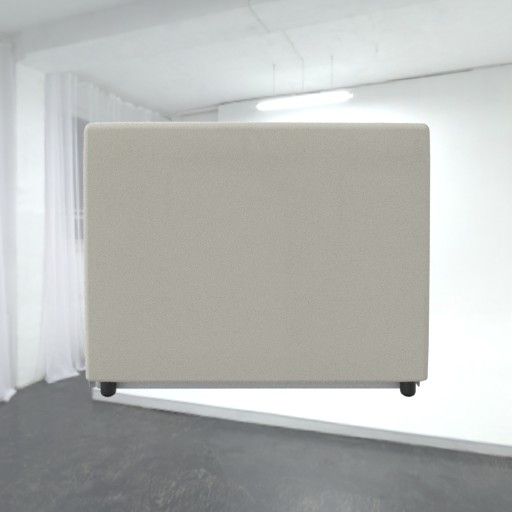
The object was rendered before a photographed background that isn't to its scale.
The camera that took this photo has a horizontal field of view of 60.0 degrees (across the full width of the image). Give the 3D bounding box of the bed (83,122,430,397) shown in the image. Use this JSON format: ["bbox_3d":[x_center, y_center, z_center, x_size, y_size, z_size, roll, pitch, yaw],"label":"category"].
[{"bbox_3d":[0.000,0.000,3.154,1.713,1.330,2.142,0,1,0],"label":"bed"}]
